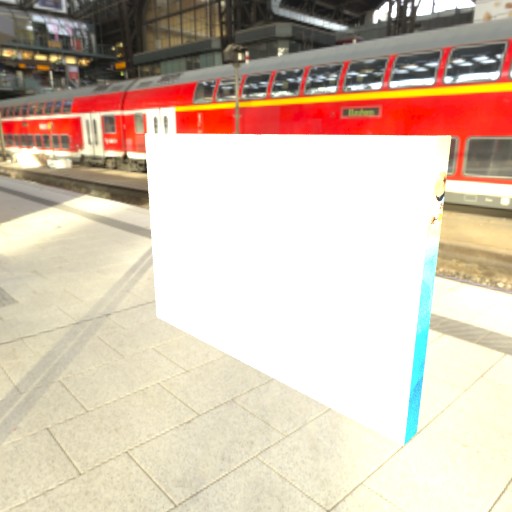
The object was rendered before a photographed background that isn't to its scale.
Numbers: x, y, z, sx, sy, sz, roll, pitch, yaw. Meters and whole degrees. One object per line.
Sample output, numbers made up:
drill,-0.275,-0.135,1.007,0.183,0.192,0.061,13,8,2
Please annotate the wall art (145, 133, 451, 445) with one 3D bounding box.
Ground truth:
wall art,0.000,0.000,1.125,0.057,0.595,0.894,-15,22,-43
